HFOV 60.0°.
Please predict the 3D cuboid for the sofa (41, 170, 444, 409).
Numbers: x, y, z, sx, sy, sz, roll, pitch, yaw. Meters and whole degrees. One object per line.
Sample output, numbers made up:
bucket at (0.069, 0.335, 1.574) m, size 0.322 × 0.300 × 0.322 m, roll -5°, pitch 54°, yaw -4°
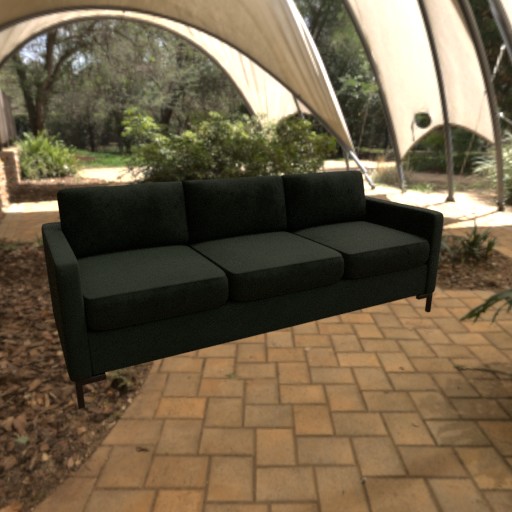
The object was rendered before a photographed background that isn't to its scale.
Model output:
sofa at (0.000, 0.000, 2.628) m, size 2.218 × 0.870 × 0.859 m, roll -9°, pitch 19°, yaw -27°
